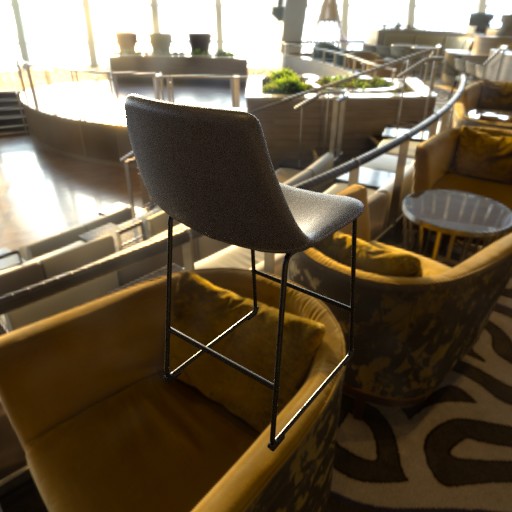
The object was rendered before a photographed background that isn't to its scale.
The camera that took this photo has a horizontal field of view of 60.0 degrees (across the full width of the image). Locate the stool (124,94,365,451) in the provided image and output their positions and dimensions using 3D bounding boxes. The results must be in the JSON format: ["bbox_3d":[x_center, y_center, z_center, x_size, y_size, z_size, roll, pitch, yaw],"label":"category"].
[{"bbox_3d":[0.000,0.000,1.209,0.470,0.876,0.546,21,35,32],"label":"stool"}]
